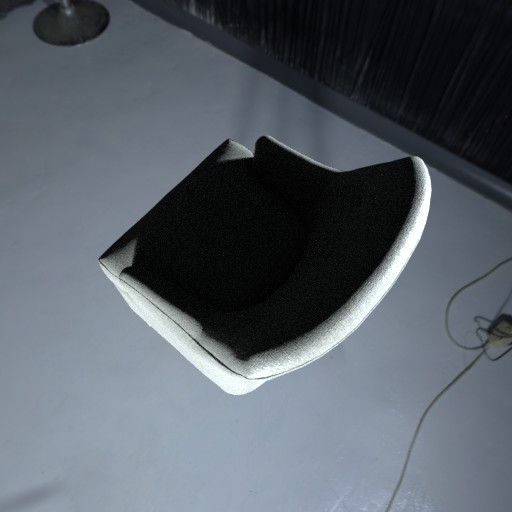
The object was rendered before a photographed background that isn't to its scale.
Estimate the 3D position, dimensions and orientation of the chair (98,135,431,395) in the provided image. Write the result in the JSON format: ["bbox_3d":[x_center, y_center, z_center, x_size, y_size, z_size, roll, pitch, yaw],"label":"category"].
[{"bbox_3d":[0.000,0.000,1.634,0.923,0.856,0.864,35,67,17],"label":"chair"}]
